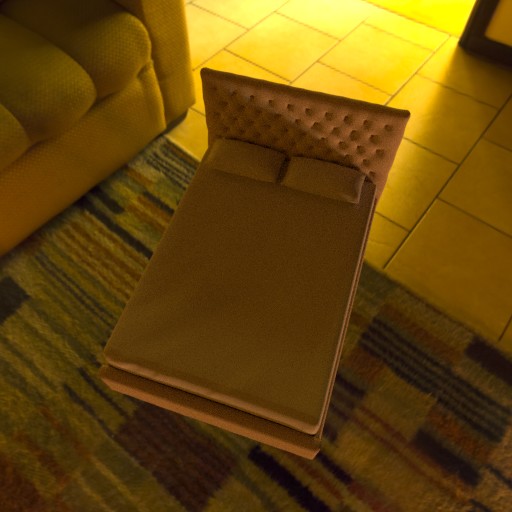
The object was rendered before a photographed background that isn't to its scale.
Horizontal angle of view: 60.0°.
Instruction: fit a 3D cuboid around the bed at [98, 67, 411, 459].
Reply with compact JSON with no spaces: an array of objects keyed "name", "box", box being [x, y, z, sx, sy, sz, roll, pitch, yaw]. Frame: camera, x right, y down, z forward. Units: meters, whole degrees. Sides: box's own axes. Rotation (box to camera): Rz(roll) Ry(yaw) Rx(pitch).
[{"name":"bed","box":[0.000,0.000,3.470,1.698,1.427,2.387,16,60,9]}]
